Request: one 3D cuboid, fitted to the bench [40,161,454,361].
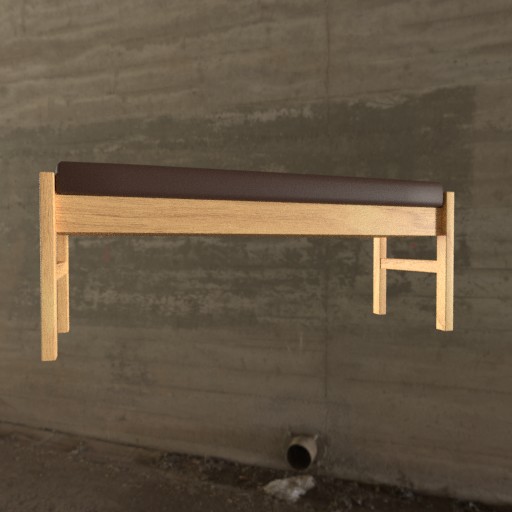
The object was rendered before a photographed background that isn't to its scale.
[{"bbox_3d":[0.000,0.000,1.419,1.200,0.480,0.405,0,1,-19],"label":"bench"}]
